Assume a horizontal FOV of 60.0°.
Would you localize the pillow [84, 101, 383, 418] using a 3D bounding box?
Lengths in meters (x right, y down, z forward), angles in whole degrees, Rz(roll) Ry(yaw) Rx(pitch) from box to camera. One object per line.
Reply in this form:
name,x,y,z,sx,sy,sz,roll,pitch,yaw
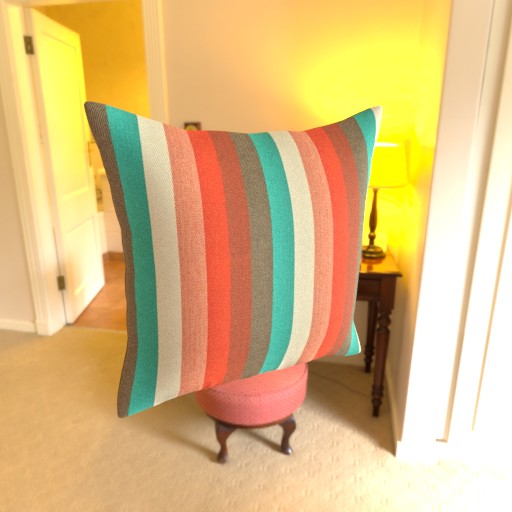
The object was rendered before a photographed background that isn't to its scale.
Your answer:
pillow,0.000,0.000,0.679,0.453,0.443,0.168,-9,19,-26
